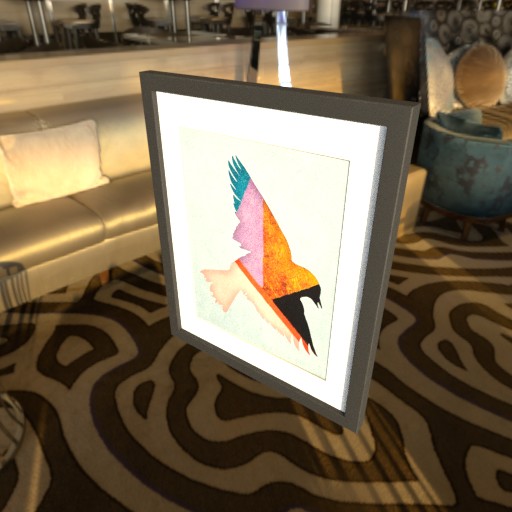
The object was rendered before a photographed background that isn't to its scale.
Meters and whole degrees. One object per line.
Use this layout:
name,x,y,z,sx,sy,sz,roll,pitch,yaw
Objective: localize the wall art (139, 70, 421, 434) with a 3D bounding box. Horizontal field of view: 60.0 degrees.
wall art,0.000,0.000,0.763,0.457,0.558,0.028,20,36,30
